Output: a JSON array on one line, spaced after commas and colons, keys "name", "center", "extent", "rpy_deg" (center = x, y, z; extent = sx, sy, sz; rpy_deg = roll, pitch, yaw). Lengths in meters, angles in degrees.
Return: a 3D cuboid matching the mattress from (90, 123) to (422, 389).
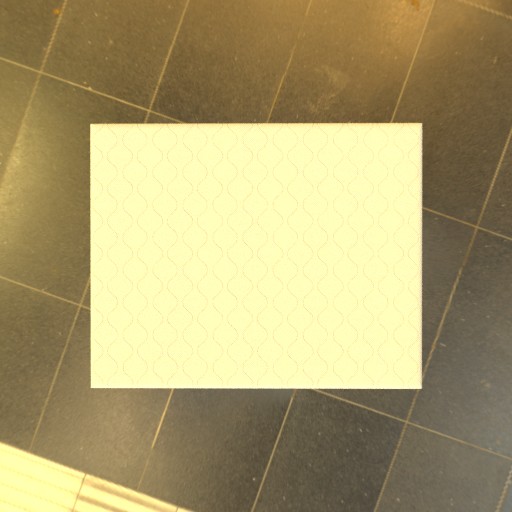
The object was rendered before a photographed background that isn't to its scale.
[{"name": "mattress", "center": [0.000, 0.000, 2.745], "extent": [2.000, 0.200, 1.600], "rpy_deg": [0, 90, 0]}]
